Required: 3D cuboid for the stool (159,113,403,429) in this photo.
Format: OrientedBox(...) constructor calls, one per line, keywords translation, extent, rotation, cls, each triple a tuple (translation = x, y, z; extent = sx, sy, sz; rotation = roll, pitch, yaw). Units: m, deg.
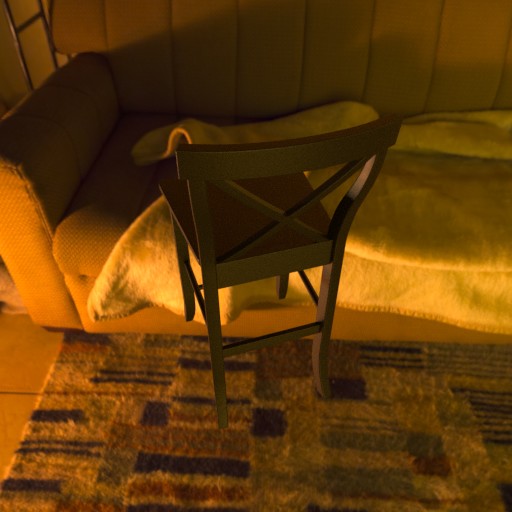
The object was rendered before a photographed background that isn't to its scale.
OrientedBox(translation=(0.000, 0.000, 1.299), extent=(0.452, 0.989, 0.559), rotation=(-12, 42, -14), cls="stool")
